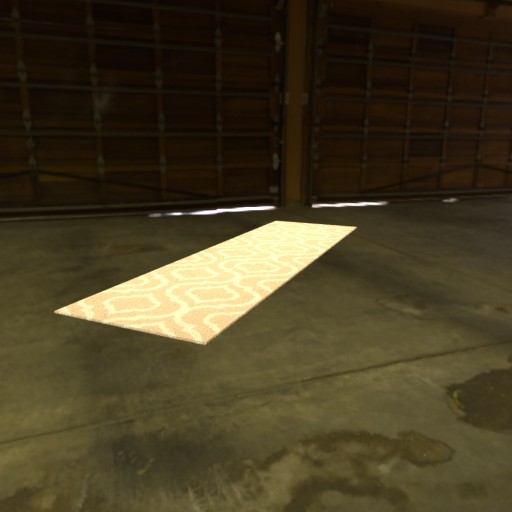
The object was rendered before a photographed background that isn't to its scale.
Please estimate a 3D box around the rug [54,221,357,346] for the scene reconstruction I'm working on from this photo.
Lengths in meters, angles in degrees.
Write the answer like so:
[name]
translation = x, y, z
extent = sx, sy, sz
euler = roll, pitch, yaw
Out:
[rug]
translation = 0.000, 0.000, 2.603
extent = 0.691, 0.013, 2.289
euler = 6, 16, 24
